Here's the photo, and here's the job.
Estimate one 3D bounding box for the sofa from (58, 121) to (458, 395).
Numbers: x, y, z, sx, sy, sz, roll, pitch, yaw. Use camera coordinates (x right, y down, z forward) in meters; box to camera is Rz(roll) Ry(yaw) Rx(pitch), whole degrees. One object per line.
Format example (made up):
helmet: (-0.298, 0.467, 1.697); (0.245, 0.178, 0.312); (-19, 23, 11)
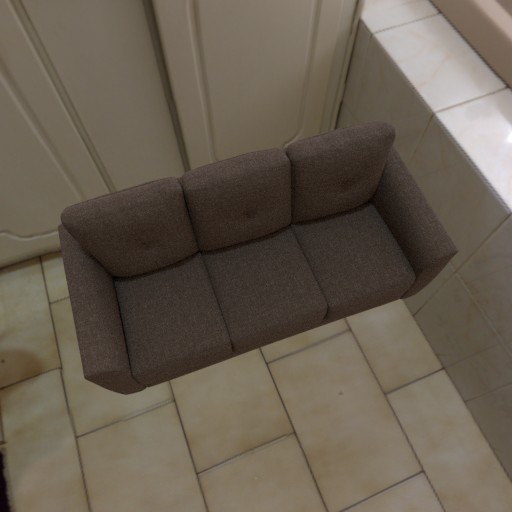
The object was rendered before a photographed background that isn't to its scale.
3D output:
sofa: (0.000, 0.000, 2.361); (1.847, 0.891, 0.837); (-18, 65, -9)
